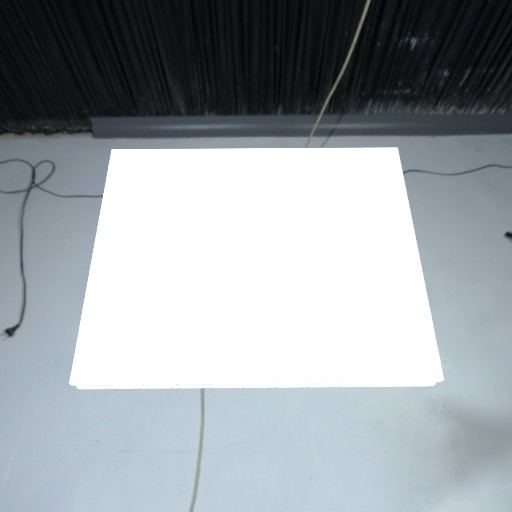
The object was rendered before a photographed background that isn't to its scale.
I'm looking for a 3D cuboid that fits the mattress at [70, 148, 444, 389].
[{"bbox_3d":[0.000,0.000,2.794,2.000,0.200,1.600,0,63,0],"label":"mattress"}]
